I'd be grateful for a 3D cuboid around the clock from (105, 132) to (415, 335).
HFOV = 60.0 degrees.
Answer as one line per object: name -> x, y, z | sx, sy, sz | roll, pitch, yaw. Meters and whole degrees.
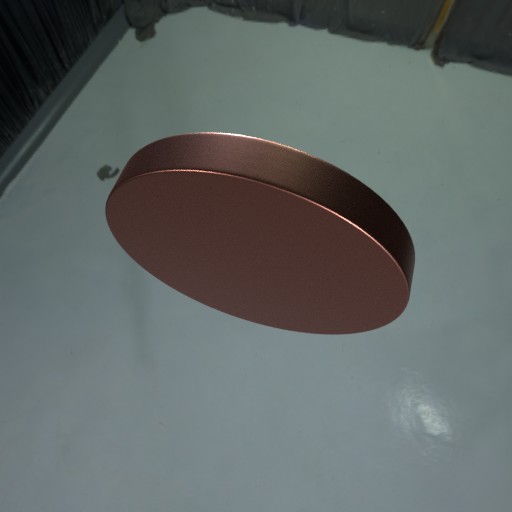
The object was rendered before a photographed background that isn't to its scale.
clock -> 0.000, 0.000, 0.466 | 0.313, 0.313, 0.040 | 15, 64, 8
